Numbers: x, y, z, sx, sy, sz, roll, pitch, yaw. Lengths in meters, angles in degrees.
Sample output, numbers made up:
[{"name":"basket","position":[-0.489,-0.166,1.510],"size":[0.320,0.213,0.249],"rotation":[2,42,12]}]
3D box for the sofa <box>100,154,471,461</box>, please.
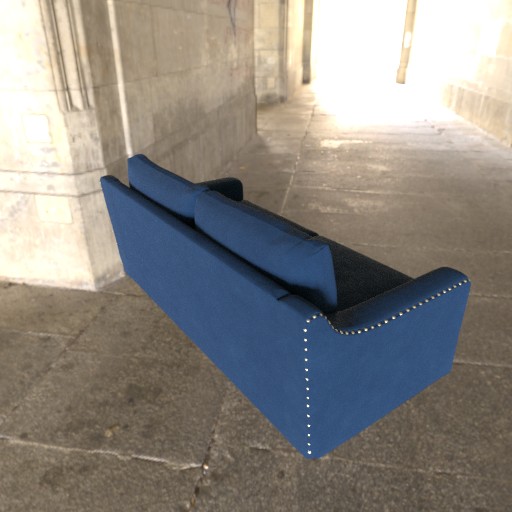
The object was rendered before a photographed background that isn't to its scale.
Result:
[{"name":"sofa","position":[0.000,0.000,2.656],"size":[1.104,0.983,2.107],"rotation":[-18,31,-32]}]
